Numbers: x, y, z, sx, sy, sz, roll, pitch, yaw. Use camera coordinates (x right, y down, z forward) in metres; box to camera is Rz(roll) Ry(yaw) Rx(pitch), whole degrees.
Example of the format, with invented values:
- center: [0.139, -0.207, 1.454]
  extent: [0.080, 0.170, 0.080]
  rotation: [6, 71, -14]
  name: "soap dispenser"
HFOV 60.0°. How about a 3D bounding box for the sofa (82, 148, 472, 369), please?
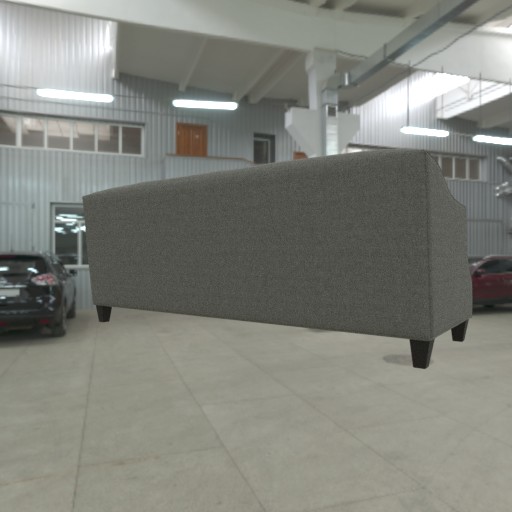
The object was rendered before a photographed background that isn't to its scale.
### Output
- center: [0.000, 0.000, 2.674]
  extent: [2.235, 0.901, 0.914]
  rotation: [0, 0, 36]
  name: "sofa"
